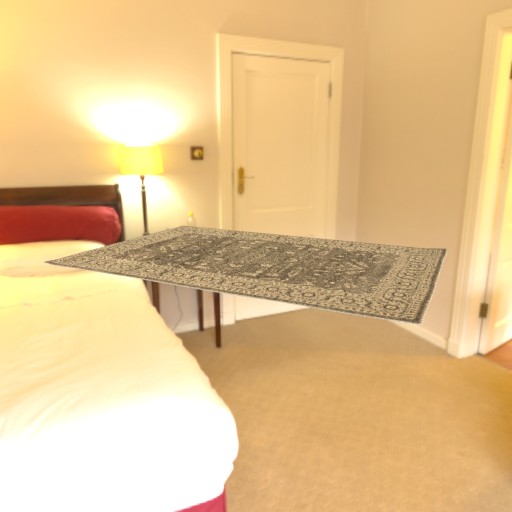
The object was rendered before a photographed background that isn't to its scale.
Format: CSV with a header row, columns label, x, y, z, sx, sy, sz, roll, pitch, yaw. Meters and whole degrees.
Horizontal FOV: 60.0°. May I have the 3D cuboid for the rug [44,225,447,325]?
label,x,y,z,sx,sy,sz,roll,pitch,yaw
rug,0.000,0.000,2.383,1.828,0.019,1.209,7,15,26
